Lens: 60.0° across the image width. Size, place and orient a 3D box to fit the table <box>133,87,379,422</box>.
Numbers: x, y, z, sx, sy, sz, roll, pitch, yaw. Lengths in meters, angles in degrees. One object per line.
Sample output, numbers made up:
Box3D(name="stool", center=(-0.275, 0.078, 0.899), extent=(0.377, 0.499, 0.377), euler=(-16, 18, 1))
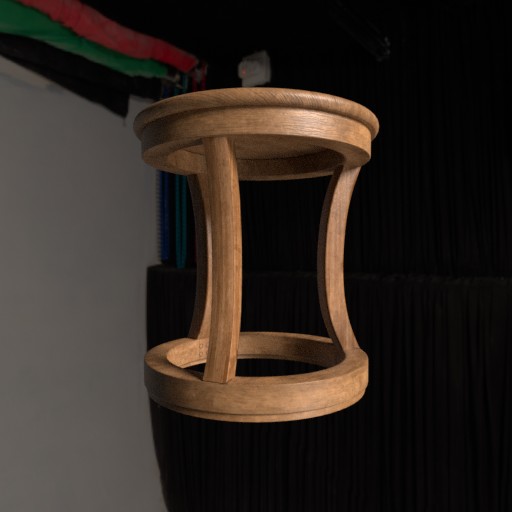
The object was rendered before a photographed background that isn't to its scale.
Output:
Box3D(name="table", center=(0.000, 0.000, 0.811), extent=(0.432, 0.460, 0.432), euler=(0, 1, 0))
